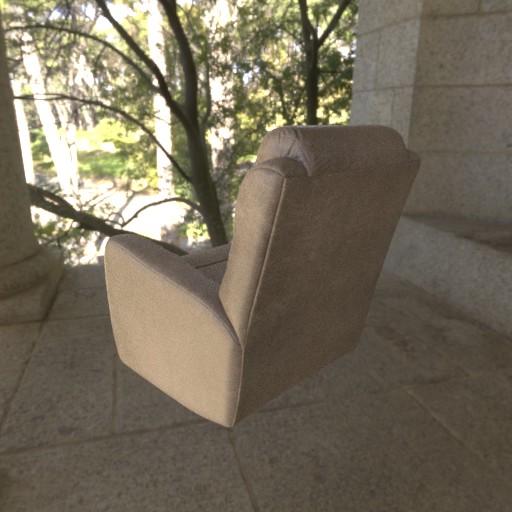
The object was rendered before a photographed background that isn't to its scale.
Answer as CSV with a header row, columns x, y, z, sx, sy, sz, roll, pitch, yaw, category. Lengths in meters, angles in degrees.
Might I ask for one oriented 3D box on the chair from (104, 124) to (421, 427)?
x,y,z,sx,sy,sz,roll,pitch,yaw,category
0.000,0.000,1.960,1.068,1.116,0.967,16,23,42,chair
